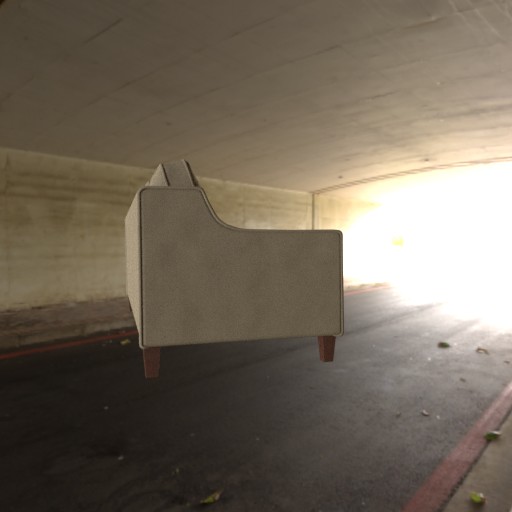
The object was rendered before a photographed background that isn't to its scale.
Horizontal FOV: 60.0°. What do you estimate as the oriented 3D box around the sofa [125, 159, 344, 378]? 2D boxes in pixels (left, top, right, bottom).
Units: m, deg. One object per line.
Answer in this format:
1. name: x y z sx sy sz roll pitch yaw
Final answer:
1. sofa: 0.000 0.000 3.373 1.858 1.066 2.317 0 2 -18
